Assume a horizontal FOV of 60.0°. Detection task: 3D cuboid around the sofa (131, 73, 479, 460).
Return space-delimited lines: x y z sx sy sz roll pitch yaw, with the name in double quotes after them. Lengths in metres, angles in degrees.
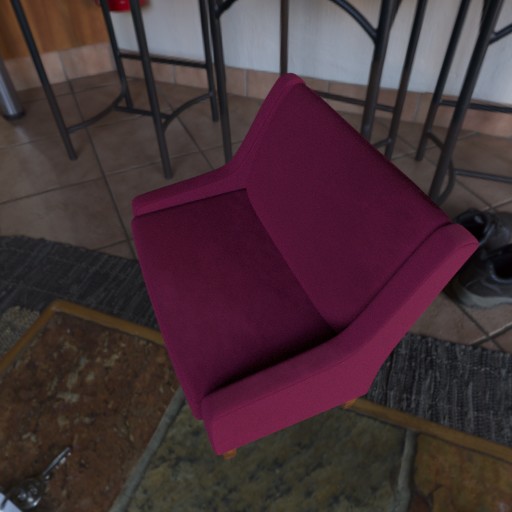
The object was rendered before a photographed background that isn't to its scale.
0.000 0.000 1.914 0.946 0.976 1.242 -17 49 -15 "sofa"
